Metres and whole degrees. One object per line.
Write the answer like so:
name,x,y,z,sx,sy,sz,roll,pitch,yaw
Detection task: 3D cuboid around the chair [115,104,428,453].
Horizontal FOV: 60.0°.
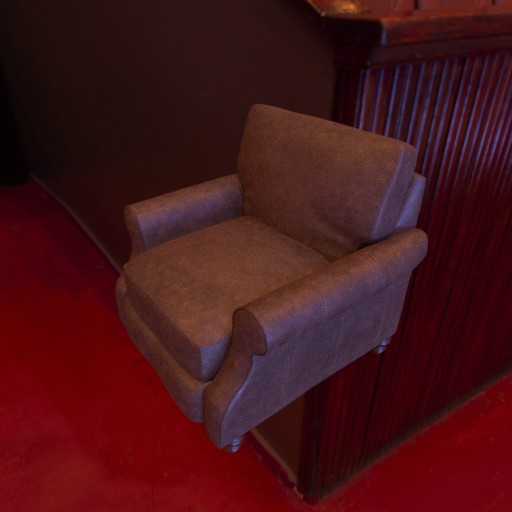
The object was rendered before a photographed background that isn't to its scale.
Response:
chair,0.000,0.000,1.772,1.002,0.976,0.996,-22,39,-31
